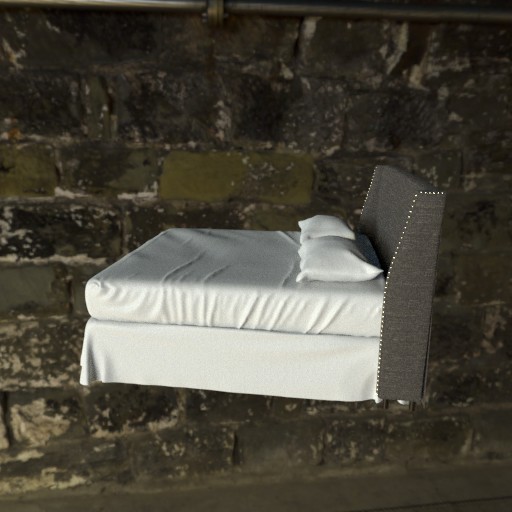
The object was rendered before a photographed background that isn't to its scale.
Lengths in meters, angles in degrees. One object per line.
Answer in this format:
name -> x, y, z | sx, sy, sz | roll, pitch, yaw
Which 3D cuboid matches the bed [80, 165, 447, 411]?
bed -> 0.000, 0.000, 3.486 | 2.276, 1.332, 1.925 | 2, 16, 8
